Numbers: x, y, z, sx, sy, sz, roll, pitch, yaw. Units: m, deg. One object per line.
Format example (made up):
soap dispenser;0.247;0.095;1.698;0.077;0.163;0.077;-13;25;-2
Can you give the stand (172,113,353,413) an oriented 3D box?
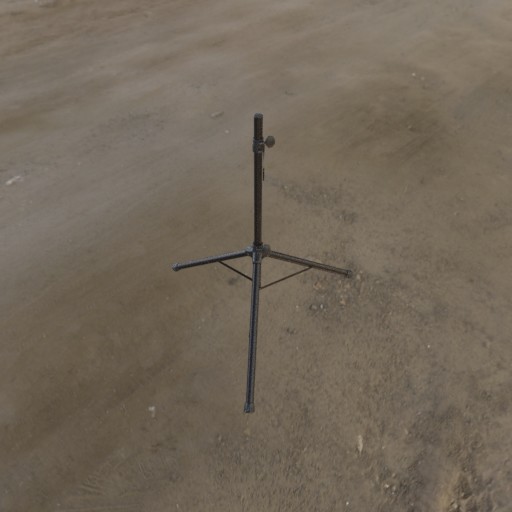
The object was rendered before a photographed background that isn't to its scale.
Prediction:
stand;0.000;0.000;1.896;1.045;1.136;0.907;3;46;3
